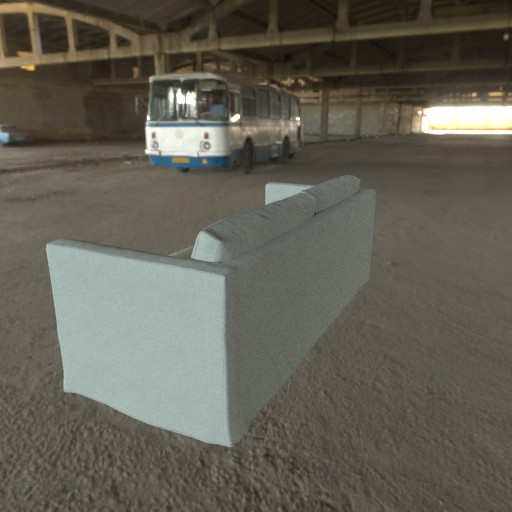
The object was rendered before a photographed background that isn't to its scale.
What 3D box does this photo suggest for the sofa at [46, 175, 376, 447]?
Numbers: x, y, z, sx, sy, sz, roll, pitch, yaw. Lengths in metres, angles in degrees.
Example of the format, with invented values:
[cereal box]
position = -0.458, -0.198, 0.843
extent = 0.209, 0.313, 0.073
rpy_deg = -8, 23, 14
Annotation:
[sofa]
position = 0.000, 0.000, 2.775
extent = 0.962, 0.853, 2.312
rpy_deg = 9, 19, 26
